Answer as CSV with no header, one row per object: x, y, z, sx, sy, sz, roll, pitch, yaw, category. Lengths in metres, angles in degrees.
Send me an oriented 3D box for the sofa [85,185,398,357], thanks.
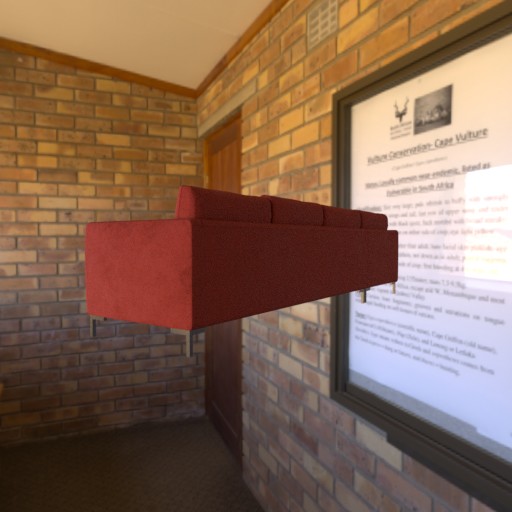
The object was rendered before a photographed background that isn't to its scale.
0.000,0.000,2.935,1.136,0.663,2.467,1,3,35,sofa
